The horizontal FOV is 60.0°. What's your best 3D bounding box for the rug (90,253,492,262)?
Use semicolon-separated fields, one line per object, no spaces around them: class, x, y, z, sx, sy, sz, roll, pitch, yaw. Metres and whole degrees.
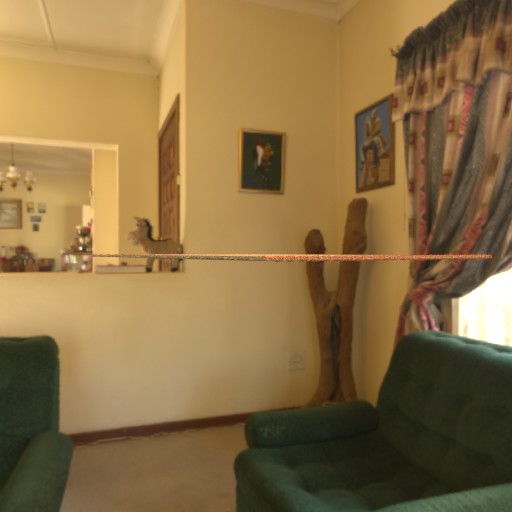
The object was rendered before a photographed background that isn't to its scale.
rug;0.000;0.000;2.302;1.220;0.019;1.838;0;1;-35
